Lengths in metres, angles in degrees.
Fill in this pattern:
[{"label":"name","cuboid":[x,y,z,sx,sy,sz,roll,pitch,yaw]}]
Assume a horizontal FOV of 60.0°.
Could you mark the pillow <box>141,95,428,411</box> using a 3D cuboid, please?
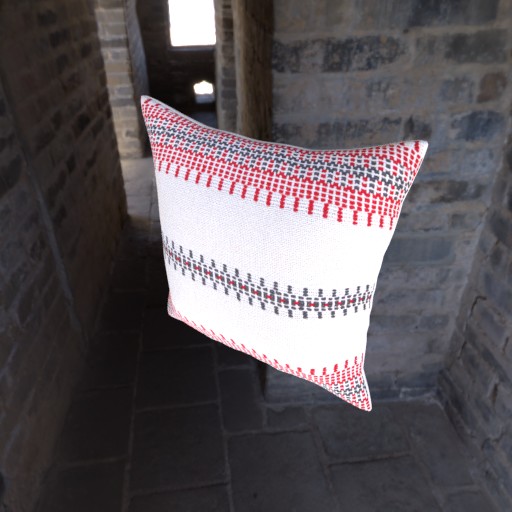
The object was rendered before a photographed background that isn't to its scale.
[{"label":"pillow","cuboid":[0.000,0.000,0.726,0.463,0.454,0.160,20,36,29]}]
